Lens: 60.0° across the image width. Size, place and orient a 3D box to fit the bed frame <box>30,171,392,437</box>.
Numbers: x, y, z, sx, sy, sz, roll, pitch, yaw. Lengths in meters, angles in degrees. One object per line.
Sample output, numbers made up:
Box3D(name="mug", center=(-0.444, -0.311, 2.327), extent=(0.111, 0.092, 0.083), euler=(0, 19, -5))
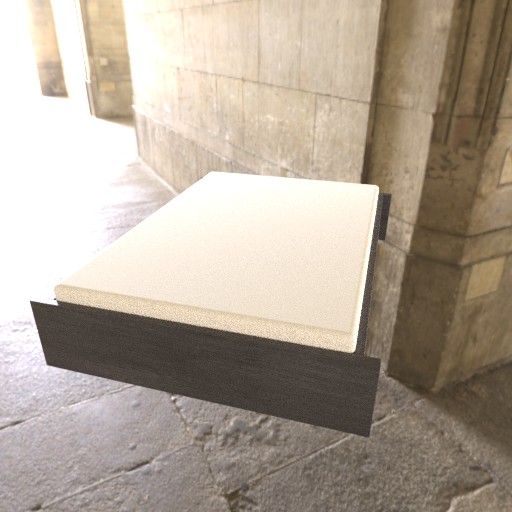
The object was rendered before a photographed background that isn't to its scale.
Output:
Box3D(name="bed frame", center=(0.000, 0.000, 2.648), extent=(1.490, 0.432, 1.950), euler=(8, 28, 15))
